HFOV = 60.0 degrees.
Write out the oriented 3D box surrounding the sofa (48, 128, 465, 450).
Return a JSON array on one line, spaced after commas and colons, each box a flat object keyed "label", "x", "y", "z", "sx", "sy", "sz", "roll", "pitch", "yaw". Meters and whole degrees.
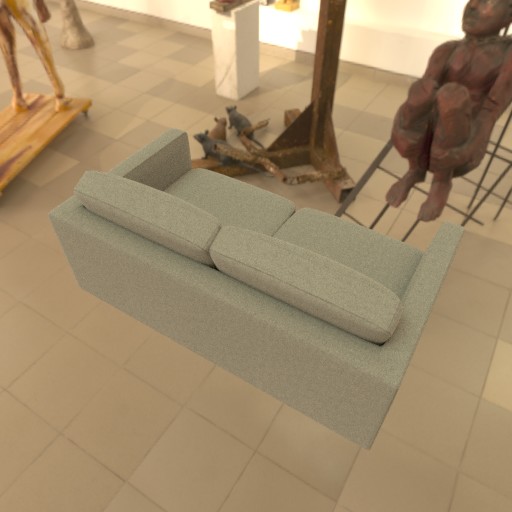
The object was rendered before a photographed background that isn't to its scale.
[{"label": "sofa", "x": 0.000, "y": 0.000, "z": 2.277, "sx": 1.731, "sy": 0.900, "sz": 1.000, "roll": 24, "pitch": 50, "yaw": 21}]
